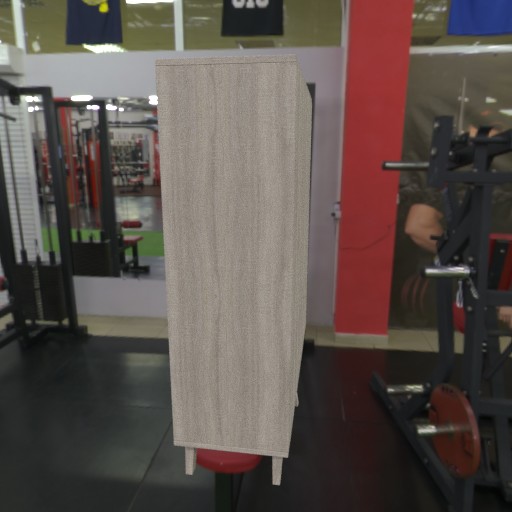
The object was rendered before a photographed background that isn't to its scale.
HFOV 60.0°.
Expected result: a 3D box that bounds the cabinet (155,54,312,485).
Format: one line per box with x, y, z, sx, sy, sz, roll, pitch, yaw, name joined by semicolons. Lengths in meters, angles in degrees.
0.000;0.000;1.908;0.398;1.388;1.111;2;14;9;cabinet
